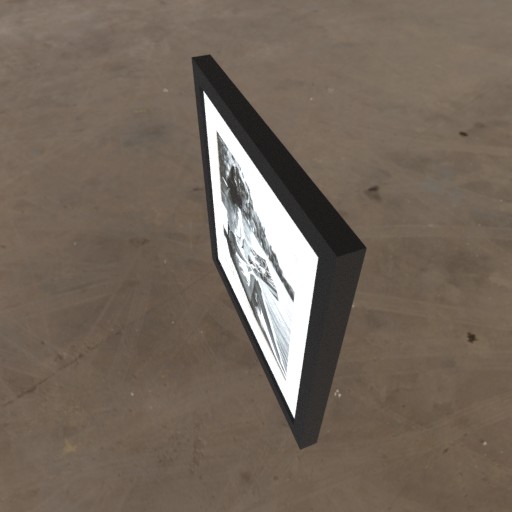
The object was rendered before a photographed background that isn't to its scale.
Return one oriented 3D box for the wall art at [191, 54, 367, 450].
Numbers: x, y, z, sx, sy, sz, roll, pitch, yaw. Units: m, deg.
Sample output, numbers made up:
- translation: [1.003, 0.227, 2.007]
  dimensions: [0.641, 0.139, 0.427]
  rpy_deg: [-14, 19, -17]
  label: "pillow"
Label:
- translation: [0.000, 0.000, 0.711]
  dimensions: [0.030, 0.458, 0.462]
  rpy_deg: [-16, 48, -15]
  label: "wall art"
